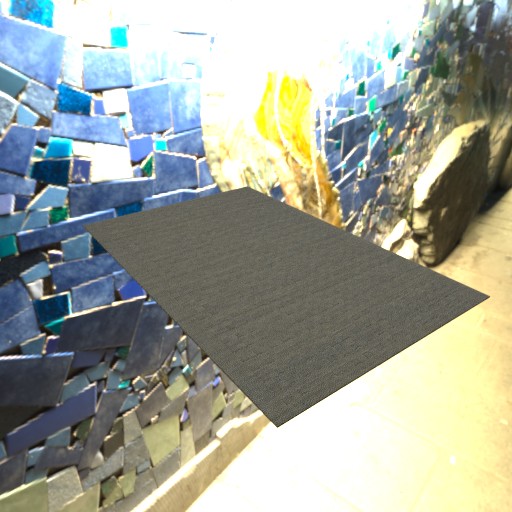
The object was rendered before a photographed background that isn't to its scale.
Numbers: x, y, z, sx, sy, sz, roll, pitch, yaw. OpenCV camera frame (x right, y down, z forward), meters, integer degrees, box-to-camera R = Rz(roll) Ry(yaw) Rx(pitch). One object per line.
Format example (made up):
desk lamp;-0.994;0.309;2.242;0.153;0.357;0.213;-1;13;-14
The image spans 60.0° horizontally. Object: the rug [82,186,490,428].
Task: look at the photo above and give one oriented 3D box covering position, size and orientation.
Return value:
rug;0.000;0.000;2.178;1.142;0.006;1.752;-19;33;-32
